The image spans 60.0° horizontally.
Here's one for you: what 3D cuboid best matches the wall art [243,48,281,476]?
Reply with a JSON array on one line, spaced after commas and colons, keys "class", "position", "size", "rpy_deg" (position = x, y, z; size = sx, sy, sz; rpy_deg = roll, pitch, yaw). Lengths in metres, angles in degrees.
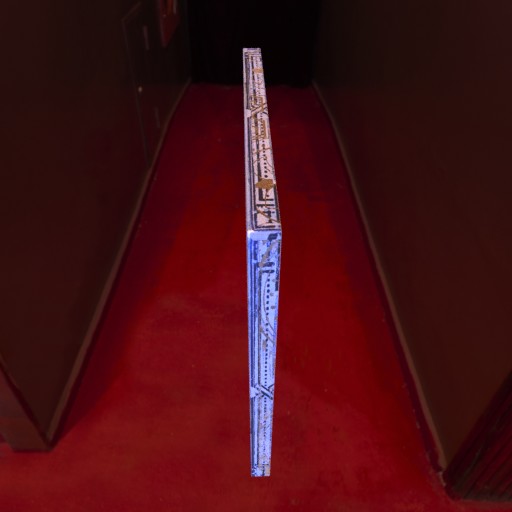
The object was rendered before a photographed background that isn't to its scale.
[{"class": "wall art", "position": [0.000, 0.000, 0.888], "size": [0.036, 0.607, 0.609], "rpy_deg": [-1, 42, -1]}]
